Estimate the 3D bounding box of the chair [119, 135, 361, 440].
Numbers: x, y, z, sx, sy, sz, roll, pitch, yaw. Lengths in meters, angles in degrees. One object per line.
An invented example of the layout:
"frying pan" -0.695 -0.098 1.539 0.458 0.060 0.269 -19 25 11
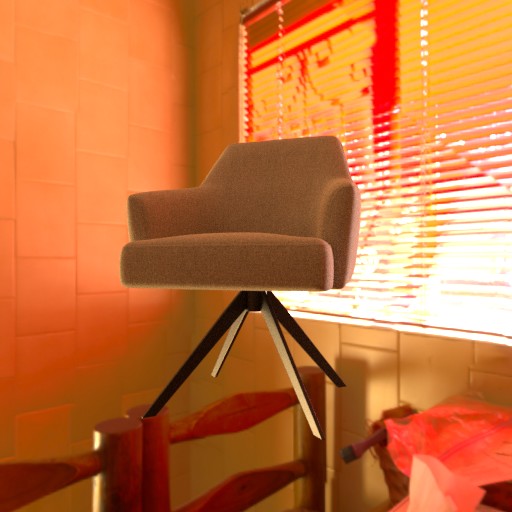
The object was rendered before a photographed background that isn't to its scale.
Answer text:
"chair" 0.000 0.000 1.355 0.642 0.874 0.677 0 -1 18
